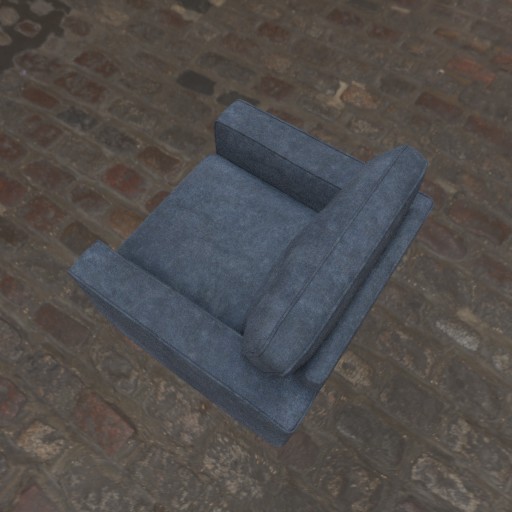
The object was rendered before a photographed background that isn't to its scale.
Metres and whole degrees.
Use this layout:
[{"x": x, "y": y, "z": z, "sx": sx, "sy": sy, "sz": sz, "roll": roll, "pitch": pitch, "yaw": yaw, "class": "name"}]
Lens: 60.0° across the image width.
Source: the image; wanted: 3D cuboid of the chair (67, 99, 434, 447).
[{"x": 0.000, "y": 0.000, "z": 1.721, "sx": 0.939, "sy": 0.965, "sz": 1.015, "roll": 32, "pitch": 67, "yaw": 15, "class": "chair"}]
